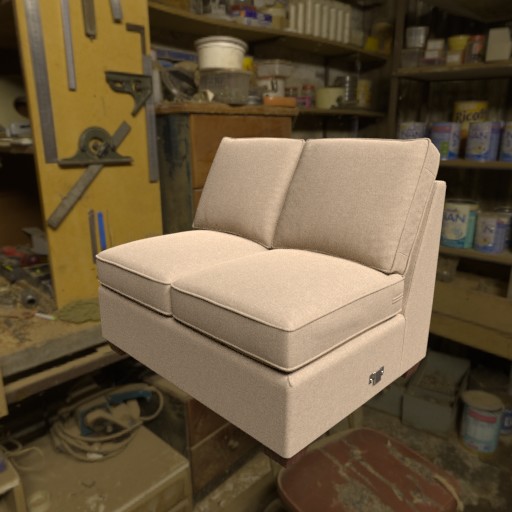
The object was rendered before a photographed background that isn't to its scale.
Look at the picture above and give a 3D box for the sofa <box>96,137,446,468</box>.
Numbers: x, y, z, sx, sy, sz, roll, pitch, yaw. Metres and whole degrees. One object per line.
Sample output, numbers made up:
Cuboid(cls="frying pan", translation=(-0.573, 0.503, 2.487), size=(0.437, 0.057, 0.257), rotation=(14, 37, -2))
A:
Cuboid(cls="sofa", translation=(0.000, 0.000, 1.954), size=(0.951, 1.008, 1.237), rotation=(-15, 21, -43))
